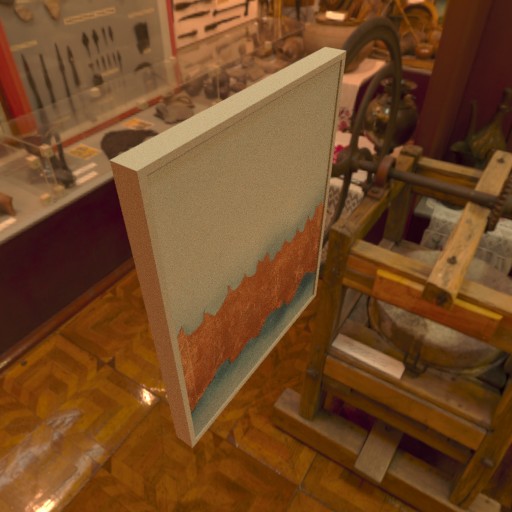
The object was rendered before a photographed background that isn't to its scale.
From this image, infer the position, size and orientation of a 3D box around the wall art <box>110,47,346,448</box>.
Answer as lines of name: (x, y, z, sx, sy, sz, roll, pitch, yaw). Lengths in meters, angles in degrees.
wall art: (0.000, 0.000, 0.748, 0.039, 0.553, 0.451, 24, 46, 25)
